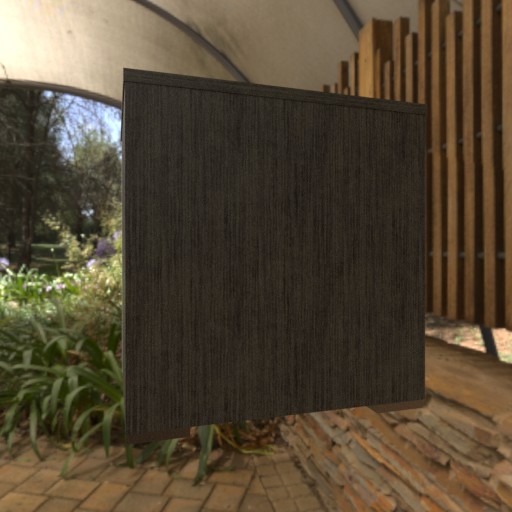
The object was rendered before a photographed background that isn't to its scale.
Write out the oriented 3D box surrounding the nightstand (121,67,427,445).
[{"bbox_3d":[0.000,0.000,0.761,0.441,0.460,0.325,0,0,-18],"label":"nightstand"}]
